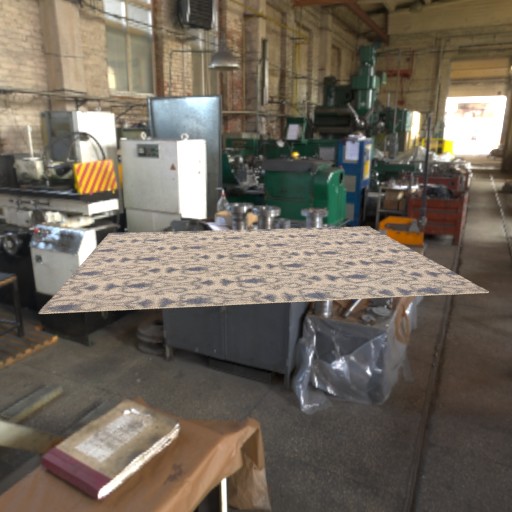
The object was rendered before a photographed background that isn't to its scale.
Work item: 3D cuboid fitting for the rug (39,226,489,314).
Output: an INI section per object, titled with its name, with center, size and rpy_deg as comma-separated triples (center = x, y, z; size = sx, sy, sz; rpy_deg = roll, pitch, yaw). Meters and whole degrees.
[rug]
center = 0.000, 0.000, 4.266
size = 3.205, 0.015, 2.437
rpy_deg = -2, 16, -7
